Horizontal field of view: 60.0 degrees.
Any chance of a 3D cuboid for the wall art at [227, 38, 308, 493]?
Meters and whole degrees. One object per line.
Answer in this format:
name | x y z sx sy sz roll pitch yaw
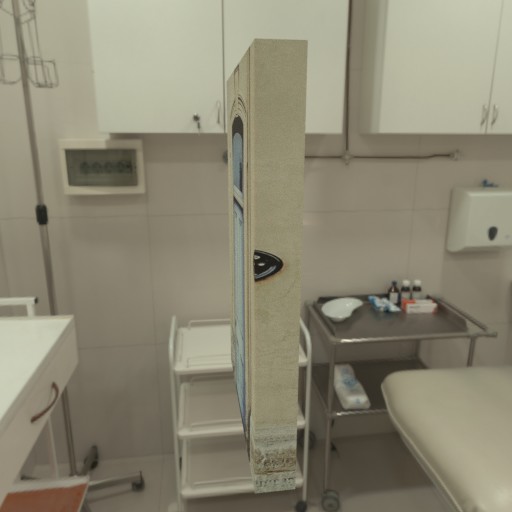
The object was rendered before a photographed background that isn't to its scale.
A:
wall art | 0.000 0.000 0.480 0.038 0.381 0.254 -2 15 -8
